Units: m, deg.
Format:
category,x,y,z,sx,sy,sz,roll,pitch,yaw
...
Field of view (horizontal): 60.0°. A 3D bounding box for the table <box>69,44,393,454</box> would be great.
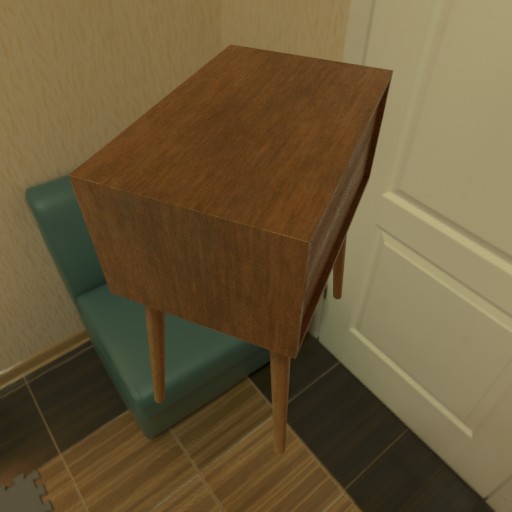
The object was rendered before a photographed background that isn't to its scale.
category,x,y,z,sx,sy,sz,roll,pitch,yaw
table,0.000,0.000,0.841,0.307,0.580,0.454,17,47,16
